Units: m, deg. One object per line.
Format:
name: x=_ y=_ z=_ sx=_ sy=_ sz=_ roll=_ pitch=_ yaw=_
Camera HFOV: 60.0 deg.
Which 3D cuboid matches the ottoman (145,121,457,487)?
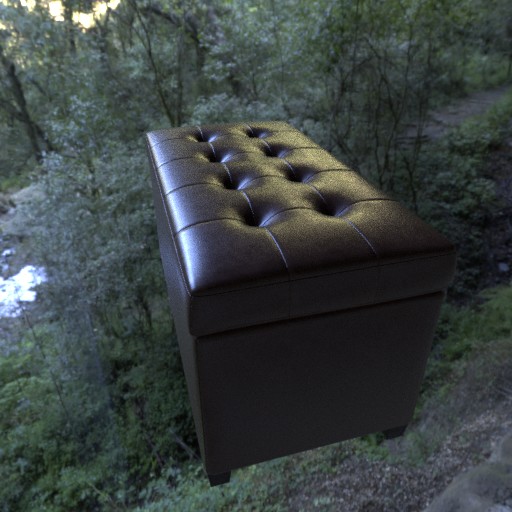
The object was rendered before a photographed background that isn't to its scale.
ottoman: x=0.000 y=0.000 z=1.080 sx=0.432 sy=0.470 sz=0.838 roll=-8 pitch=32 yaw=-14
